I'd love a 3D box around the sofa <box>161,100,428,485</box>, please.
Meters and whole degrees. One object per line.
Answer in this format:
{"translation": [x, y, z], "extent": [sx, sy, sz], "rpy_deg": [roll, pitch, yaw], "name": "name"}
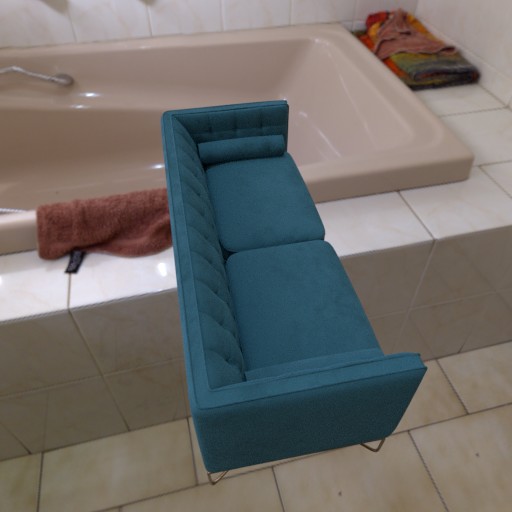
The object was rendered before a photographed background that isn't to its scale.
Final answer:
{"translation": [0.000, 0.000, 2.485], "extent": [0.867, 0.789, 2.087], "rpy_deg": [-8, 46, -8], "name": "sofa"}
